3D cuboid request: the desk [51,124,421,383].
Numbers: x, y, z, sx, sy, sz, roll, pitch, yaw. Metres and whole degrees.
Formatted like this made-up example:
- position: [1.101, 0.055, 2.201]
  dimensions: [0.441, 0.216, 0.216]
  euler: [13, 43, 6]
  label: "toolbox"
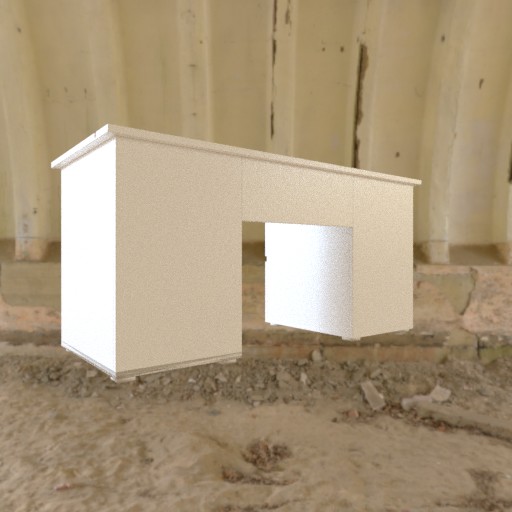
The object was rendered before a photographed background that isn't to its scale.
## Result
- position: [0.000, 0.000, 2.013]
  dimensions: [1.580, 0.760, 0.670]
  euler: [0, 0, -37]
  label: "desk"
